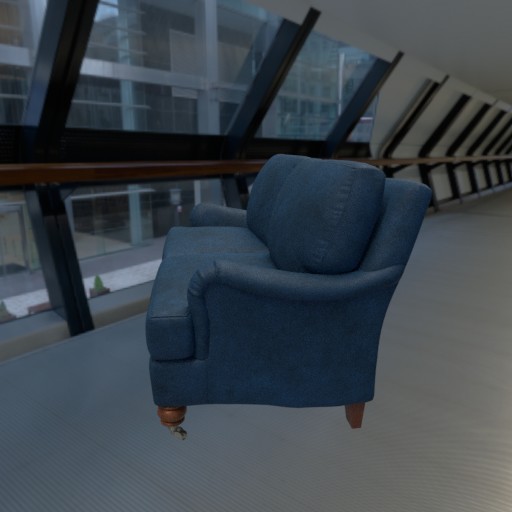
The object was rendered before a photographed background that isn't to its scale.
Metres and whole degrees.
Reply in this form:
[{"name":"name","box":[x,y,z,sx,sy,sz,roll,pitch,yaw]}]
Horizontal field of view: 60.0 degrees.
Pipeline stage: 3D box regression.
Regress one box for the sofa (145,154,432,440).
[{"name":"sofa","box":[0.000,0.000,2.517,1.084,1.101,1.853,-2,14,-8]}]
